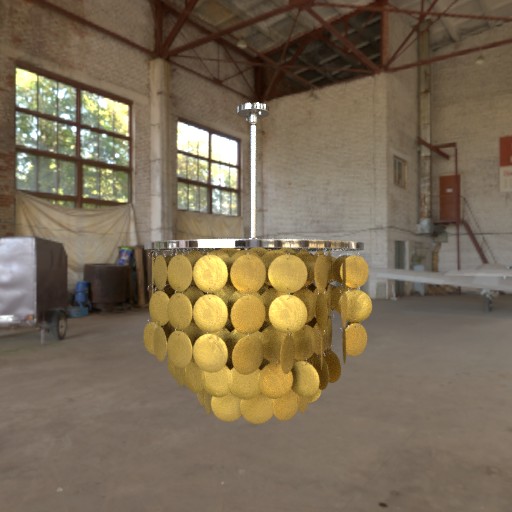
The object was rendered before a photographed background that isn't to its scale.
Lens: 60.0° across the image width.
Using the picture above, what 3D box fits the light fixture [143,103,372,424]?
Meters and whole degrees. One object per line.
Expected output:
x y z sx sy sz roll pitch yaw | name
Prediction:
0.000 0.000 0.733 0.368 0.492 0.368 0 0 0 | light fixture
